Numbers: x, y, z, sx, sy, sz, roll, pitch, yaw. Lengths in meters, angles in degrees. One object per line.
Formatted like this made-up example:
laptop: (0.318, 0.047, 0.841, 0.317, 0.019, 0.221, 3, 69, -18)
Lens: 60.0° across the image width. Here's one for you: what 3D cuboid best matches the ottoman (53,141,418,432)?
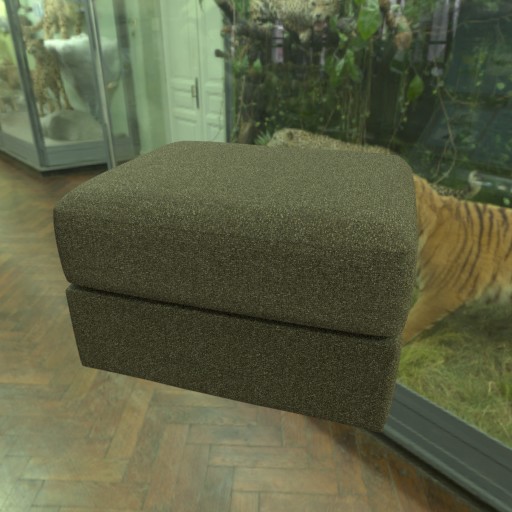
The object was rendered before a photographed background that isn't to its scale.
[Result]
ottoman: (0.000, 0.000, 1.123, 0.742, 0.476, 0.598, 8, 27, 15)
